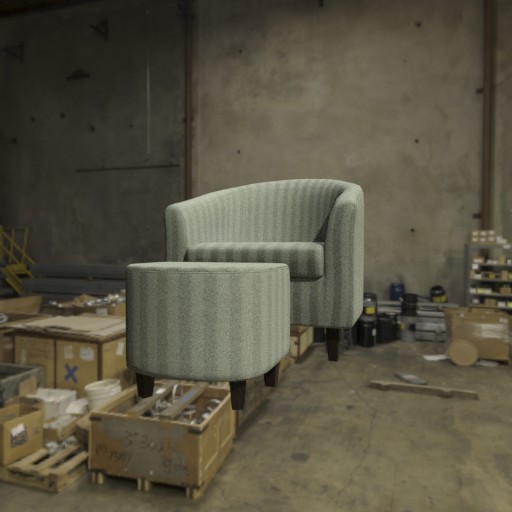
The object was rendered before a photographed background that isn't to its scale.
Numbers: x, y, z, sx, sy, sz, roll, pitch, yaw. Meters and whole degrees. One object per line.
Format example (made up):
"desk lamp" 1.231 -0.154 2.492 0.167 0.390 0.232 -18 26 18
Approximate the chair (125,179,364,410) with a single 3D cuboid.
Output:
"chair" 0.000 0.000 1.680 0.756 0.757 1.288 0 1 19
